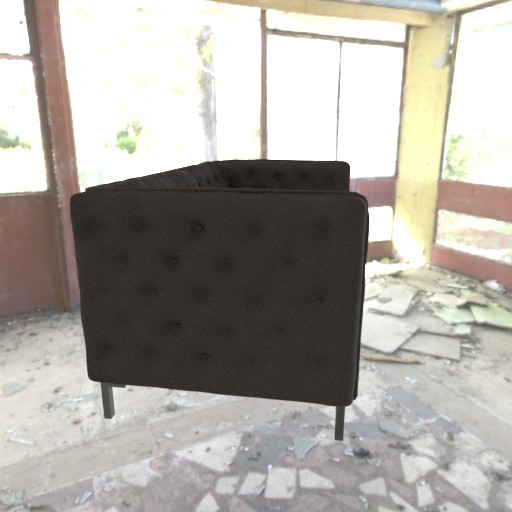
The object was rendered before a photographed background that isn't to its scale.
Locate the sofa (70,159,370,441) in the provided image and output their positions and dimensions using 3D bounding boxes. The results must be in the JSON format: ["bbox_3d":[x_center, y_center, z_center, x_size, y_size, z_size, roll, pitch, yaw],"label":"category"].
[{"bbox_3d":[0.000,0.000,2.079,0.909,0.810,1.583,3,16,9],"label":"sofa"}]
